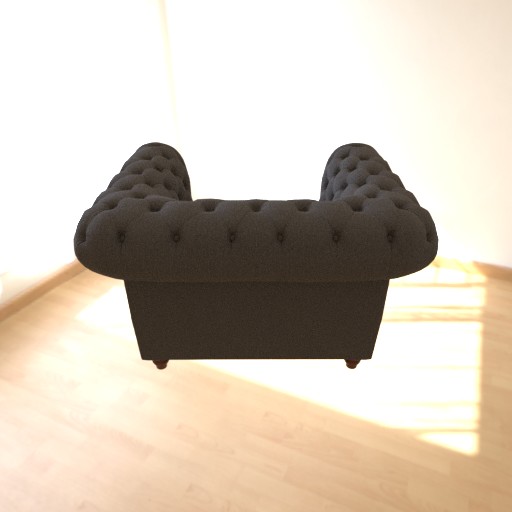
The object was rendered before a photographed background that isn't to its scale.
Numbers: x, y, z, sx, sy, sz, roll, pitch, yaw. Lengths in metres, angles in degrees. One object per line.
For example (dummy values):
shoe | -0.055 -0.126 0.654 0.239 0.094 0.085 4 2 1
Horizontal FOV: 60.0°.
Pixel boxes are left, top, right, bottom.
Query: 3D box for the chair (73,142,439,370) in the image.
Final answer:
chair | 0.000 0.000 1.944 1.270 0.770 0.976 0 29 0
